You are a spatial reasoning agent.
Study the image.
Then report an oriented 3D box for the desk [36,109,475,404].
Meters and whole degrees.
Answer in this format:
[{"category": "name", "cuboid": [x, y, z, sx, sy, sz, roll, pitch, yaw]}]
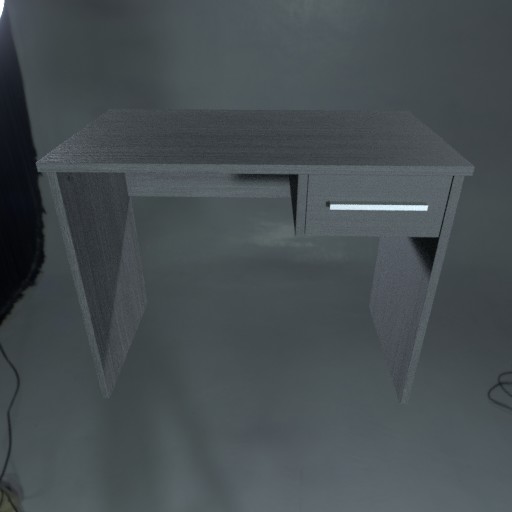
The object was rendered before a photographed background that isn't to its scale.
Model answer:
[{"category": "desk", "cuboid": [0.000, 0.000, 1.298, 0.893, 0.724, 0.498, 1, 31, 1]}]
